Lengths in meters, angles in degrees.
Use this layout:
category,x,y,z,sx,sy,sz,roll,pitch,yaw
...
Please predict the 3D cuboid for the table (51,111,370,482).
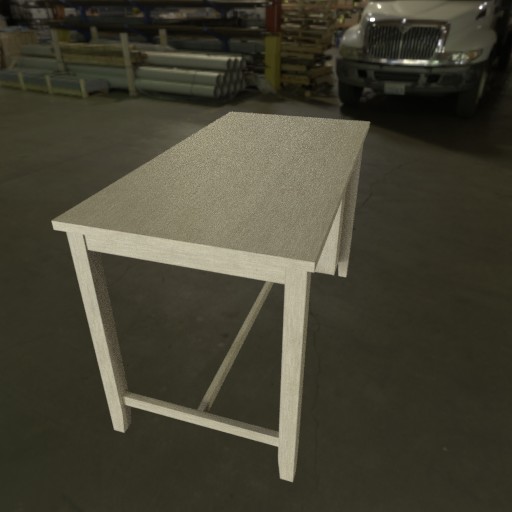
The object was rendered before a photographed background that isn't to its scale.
category,x,y,z,sx,sy,sz,roll,pitch,yaw
table,0.000,0.000,1.911,0.729,0.874,1.397,9,32,15
